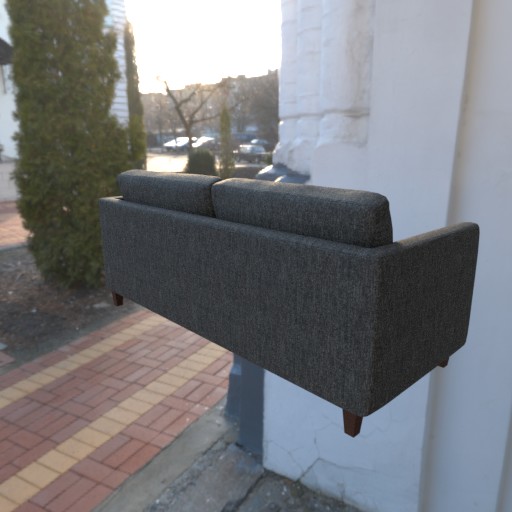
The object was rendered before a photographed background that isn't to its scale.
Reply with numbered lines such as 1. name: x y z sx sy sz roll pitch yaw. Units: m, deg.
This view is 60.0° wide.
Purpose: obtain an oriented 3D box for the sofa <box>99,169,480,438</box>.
1. sofa: 0.000 0.000 2.642 0.948 0.960 2.208 -13 20 -42
